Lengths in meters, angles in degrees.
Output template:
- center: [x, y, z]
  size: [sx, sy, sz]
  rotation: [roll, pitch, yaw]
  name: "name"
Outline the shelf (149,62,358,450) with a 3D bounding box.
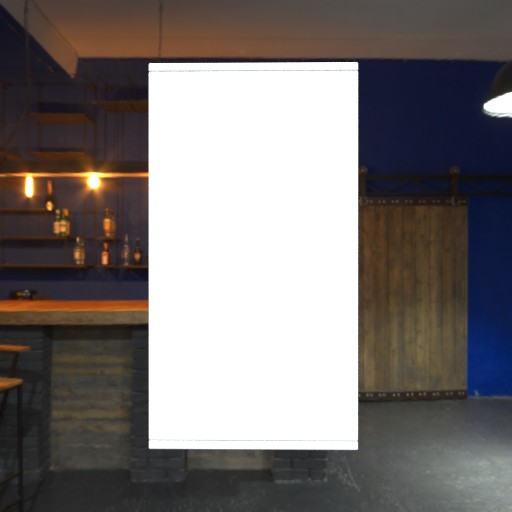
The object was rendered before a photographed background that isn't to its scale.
- center: [0.000, 0.000, 1.284]
  size: [0.396, 0.732, 0.895]
  rotation: [0, 0, 1]
  name: "shelf"
